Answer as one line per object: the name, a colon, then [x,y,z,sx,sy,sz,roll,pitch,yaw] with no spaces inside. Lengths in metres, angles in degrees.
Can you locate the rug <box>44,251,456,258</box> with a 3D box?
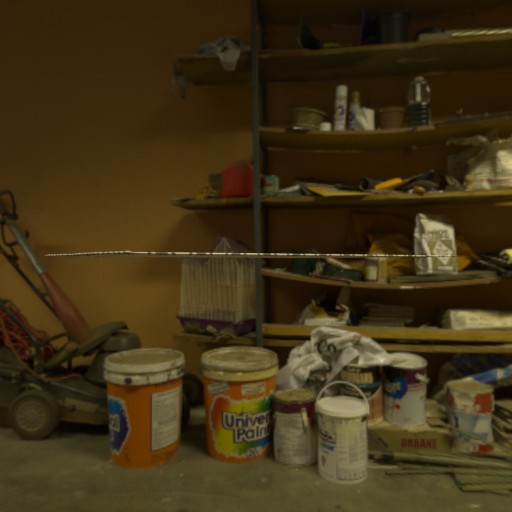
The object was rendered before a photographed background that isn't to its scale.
rug: [0.000,0.000,3.076,2.425,0.014,1.563,0,-1,-36]
